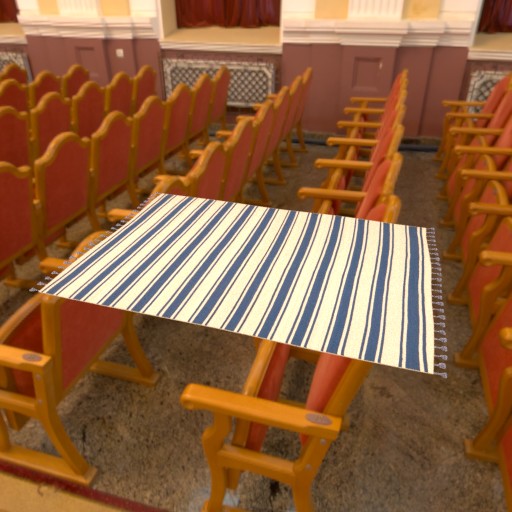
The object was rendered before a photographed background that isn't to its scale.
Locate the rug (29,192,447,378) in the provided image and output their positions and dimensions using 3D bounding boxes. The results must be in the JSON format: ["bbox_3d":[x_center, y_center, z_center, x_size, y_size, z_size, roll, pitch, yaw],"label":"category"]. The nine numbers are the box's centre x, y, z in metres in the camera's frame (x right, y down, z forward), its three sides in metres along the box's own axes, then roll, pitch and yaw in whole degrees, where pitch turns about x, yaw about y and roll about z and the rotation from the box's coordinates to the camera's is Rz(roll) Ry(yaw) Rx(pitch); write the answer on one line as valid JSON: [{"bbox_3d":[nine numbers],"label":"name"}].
[{"bbox_3d":[0.000,0.000,2.920,2.315,0.010,1.544,9,32,15],"label":"rug"}]
